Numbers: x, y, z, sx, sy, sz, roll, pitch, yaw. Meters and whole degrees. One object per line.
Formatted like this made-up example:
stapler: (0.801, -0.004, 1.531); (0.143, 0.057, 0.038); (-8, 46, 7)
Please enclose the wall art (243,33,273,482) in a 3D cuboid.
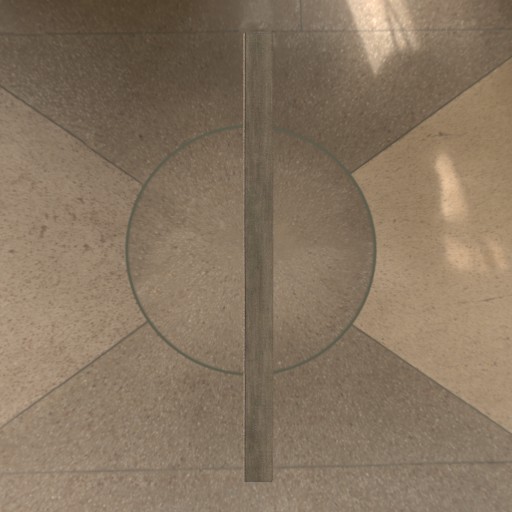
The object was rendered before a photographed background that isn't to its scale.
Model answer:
wall art: (0.000, 0.000, 1.113); (0.050, 0.751, 0.749); (0, 91, -1)
